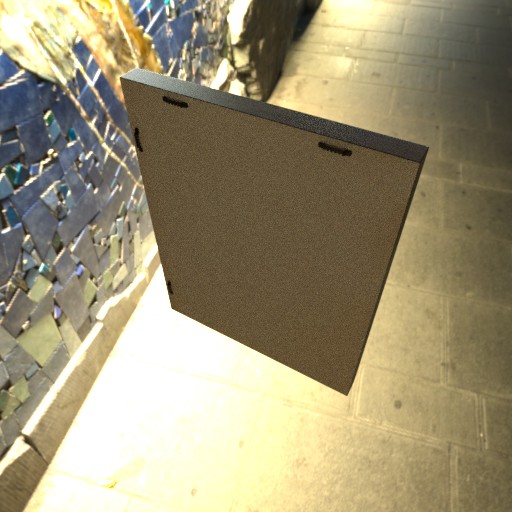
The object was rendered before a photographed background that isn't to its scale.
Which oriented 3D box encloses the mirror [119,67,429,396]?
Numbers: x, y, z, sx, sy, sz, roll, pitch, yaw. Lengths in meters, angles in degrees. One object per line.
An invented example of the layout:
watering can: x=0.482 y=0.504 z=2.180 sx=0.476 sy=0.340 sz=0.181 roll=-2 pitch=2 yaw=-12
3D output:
mirror: x=0.000 y=0.000 z=0.715 sx=0.405 sy=0.508 sz=0.041 roll=22 pitch=50 yaw=20
